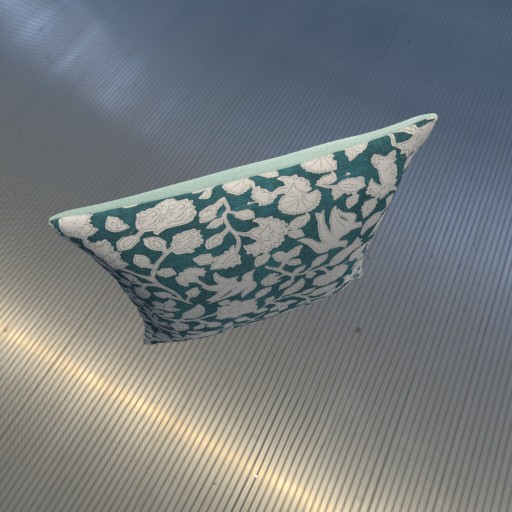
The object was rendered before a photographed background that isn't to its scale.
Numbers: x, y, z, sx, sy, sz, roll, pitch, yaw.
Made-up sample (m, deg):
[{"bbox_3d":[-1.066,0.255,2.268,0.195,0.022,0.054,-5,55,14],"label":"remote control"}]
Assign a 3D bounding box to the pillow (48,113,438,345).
[{"bbox_3d":[0.000,0.000,0.788,0.525,0.508,0.166,-17,65,-8],"label":"pillow"}]
